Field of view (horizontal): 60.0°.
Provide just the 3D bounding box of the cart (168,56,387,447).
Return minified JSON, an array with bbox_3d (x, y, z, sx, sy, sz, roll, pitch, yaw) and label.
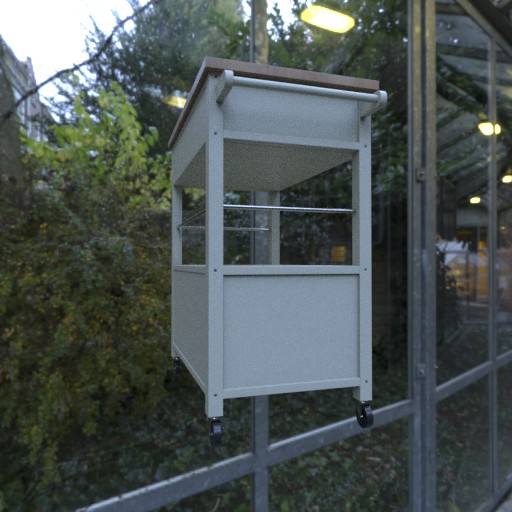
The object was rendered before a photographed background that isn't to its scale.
[{"bbox_3d":[0.000,0.000,1.402,0.459,0.901,0.840,0,-1,-18],"label":"cart"}]
